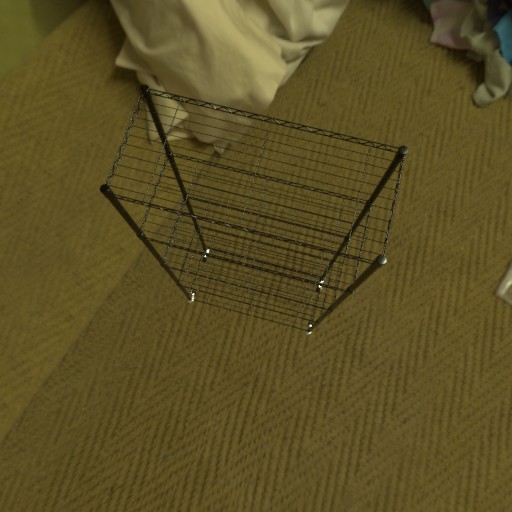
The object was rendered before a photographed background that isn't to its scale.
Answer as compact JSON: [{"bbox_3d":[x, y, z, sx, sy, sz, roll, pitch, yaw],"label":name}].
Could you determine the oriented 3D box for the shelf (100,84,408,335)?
[{"bbox_3d":[0.000,0.000,1.941,0.762,1.645,0.356,15,75,4],"label":"shelf"}]
